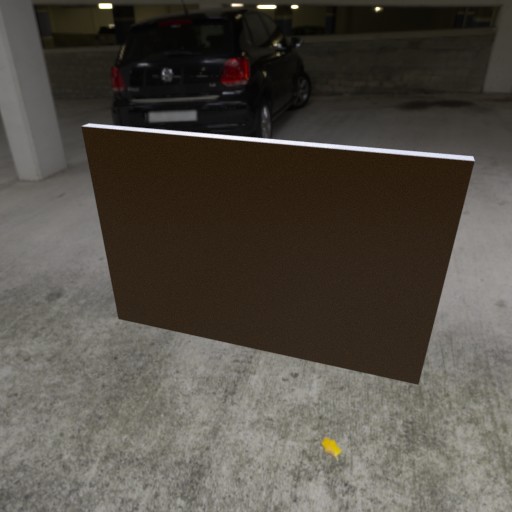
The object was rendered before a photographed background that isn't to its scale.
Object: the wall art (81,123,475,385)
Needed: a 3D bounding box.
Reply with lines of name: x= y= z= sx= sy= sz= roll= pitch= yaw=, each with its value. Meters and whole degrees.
wall art: x=0.000 y=0.000 z=1.449 sx=1.145 sy=0.762 sz=0.041 roll=9 pitch=31 yaw=15
